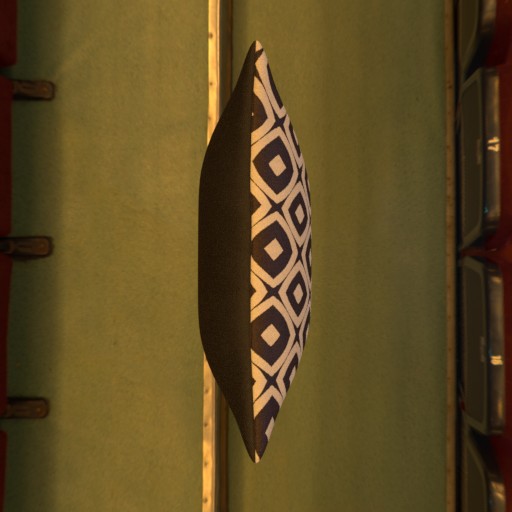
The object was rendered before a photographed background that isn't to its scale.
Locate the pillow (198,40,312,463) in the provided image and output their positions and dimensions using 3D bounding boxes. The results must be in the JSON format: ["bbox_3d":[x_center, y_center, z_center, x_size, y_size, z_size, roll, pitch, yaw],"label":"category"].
[{"bbox_3d":[0.000,0.000,0.770,0.188,0.494,0.504,0,88,0],"label":"pillow"}]
